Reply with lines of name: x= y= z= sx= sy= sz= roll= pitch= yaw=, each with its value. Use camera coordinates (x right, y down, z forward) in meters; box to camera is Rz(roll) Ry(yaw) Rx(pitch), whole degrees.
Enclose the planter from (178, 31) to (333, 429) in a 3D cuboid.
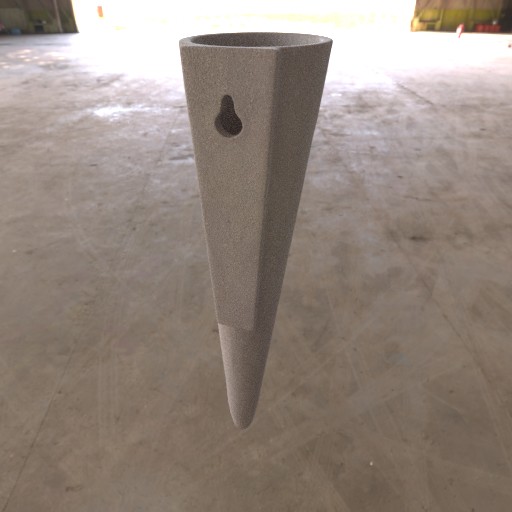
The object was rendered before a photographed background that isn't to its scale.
planter: x=0.000 y=0.000 z=0.293 sx=0.078 sy=0.259 sz=0.087 roll=9 pitch=32 yaw=15
